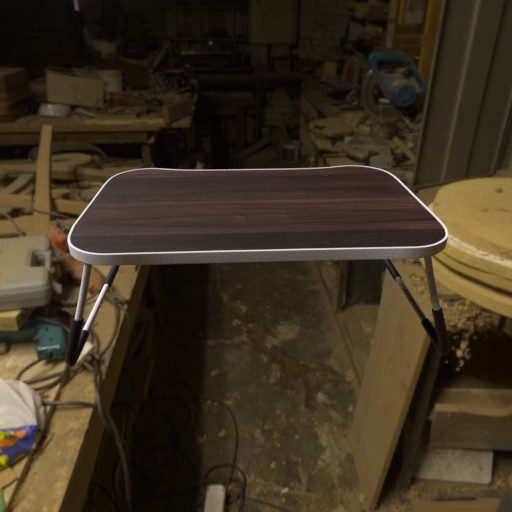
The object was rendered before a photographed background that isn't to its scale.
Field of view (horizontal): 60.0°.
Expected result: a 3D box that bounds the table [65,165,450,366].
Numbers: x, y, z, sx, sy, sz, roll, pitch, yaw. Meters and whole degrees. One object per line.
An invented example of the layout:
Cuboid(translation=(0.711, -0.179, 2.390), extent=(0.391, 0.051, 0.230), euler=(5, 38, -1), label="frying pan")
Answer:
Cuboid(translation=(0.000, 0.000, 0.859), extent=(0.660, 0.232, 0.400), euler=(-1, 28, -2), label="table")
